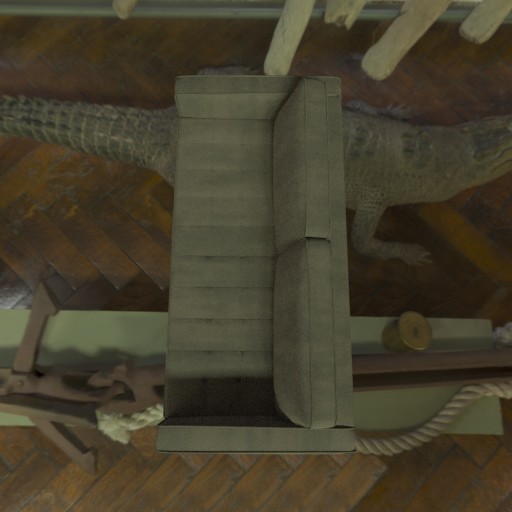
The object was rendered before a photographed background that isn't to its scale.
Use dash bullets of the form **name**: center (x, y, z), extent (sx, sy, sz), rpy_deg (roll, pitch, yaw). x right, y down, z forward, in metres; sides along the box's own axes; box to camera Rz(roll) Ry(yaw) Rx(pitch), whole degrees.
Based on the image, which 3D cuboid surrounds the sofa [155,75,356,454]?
- **sofa**: center (0.000, 0.000, 2.373), extent (0.924, 0.825, 1.920), rpy_deg (0, 77, 0)
